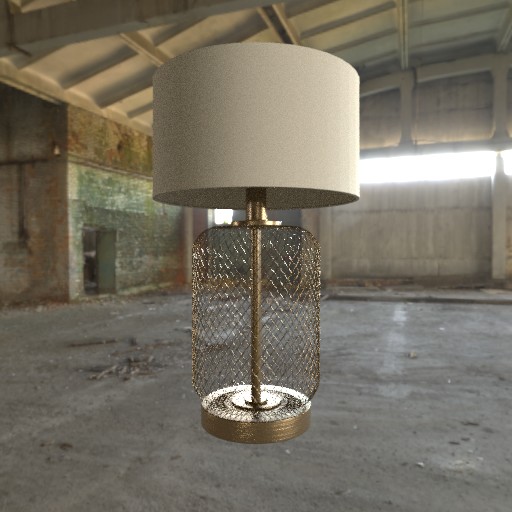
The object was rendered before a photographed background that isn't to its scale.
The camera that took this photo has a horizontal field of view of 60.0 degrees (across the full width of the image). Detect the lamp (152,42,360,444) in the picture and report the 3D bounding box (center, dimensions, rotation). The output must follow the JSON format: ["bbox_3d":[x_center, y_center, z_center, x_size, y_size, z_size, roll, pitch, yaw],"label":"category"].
[{"bbox_3d":[0.000,0.000,0.774,0.353,0.578,0.353,0,1,0],"label":"lamp"}]
